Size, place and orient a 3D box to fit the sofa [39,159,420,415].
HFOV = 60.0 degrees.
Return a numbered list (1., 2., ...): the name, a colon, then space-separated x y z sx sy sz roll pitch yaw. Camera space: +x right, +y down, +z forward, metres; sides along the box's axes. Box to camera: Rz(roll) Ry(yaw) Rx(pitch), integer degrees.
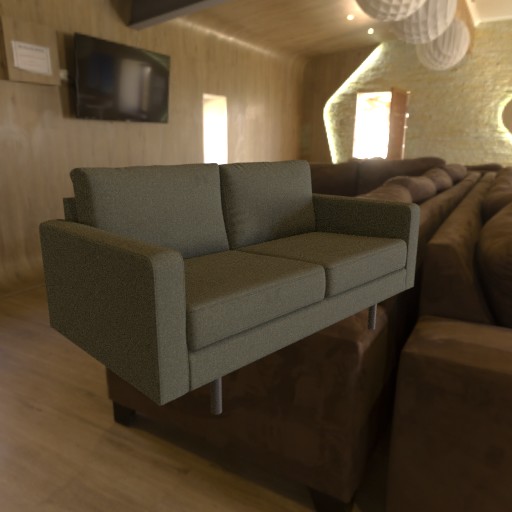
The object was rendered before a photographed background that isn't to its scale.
1. sofa: 0.000 0.000 2.206 0.889 0.897 1.730 14 19 43
